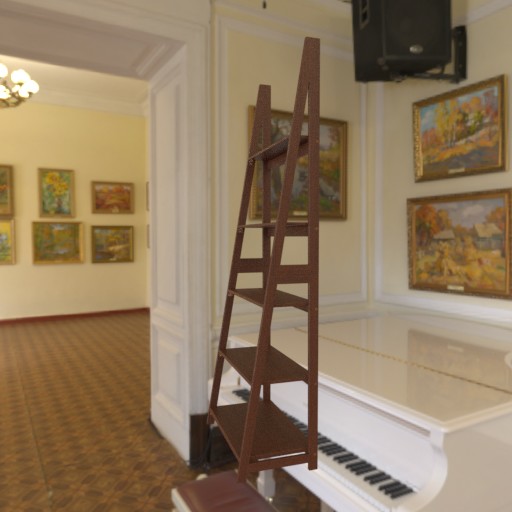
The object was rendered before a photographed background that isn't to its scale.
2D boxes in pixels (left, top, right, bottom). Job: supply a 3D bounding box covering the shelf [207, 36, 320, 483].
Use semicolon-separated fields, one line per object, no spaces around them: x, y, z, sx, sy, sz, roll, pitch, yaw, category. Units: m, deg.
0.000;0.000;2.048;0.350;1.770;0.600;-1;3;-18;shelf
